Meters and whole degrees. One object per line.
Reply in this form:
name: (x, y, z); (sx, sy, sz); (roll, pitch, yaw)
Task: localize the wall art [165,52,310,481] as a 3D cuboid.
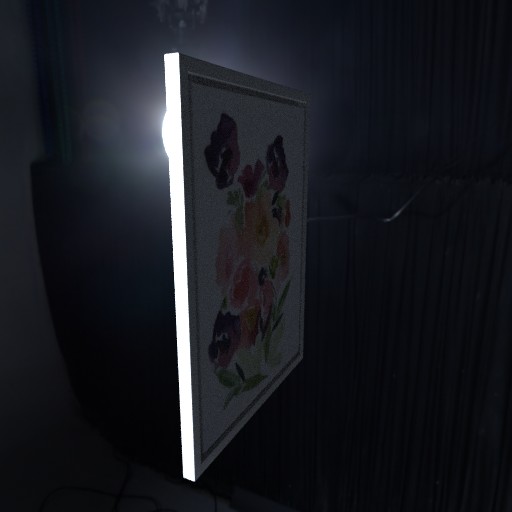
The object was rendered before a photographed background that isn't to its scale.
wall art: (0.000, 0.000, 1.412); (0.042, 1.056, 0.805); (7, 15, 26)
